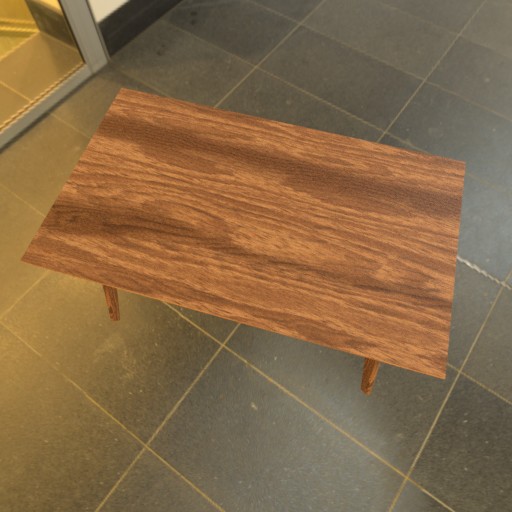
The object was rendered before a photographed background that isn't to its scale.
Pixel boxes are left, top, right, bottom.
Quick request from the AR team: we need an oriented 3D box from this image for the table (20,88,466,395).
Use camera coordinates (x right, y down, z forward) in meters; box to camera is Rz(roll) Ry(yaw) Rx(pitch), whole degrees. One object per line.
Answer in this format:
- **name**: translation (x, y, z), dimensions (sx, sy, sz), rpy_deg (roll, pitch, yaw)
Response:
- **table**: translation (0.000, 0.000, 1.837), dimensions (1.349, 0.724, 0.801), rpy_deg (14, 64, 7)
